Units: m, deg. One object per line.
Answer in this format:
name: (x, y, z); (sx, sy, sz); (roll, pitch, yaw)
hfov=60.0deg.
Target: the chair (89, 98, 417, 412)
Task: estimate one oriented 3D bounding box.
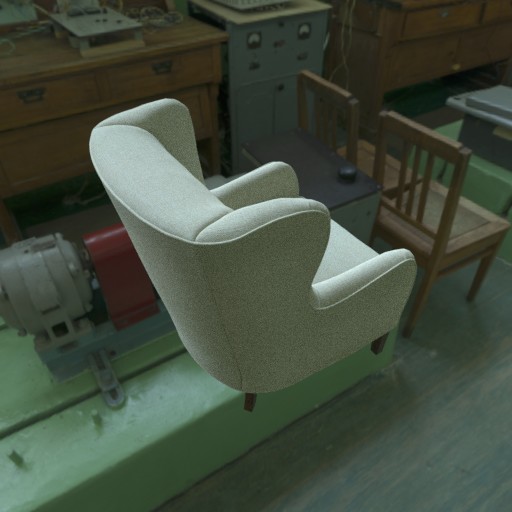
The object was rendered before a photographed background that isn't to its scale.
chair: (0.000, 0.000, 1.712); (0.966, 1.040, 0.838); (-24, 47, -25)
